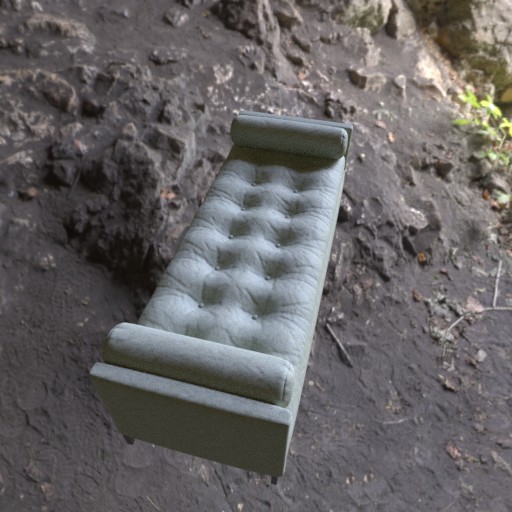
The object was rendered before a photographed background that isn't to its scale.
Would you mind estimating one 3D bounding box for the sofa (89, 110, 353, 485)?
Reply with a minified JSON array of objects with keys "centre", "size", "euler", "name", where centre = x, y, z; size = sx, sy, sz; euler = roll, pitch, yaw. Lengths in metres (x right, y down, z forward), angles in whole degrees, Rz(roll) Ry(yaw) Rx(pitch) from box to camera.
[{"centre":[0.000,0.000,2.492],"size":[0.796,0.705,2.102],"euler":[11,47,10],"name":"sofa"}]
